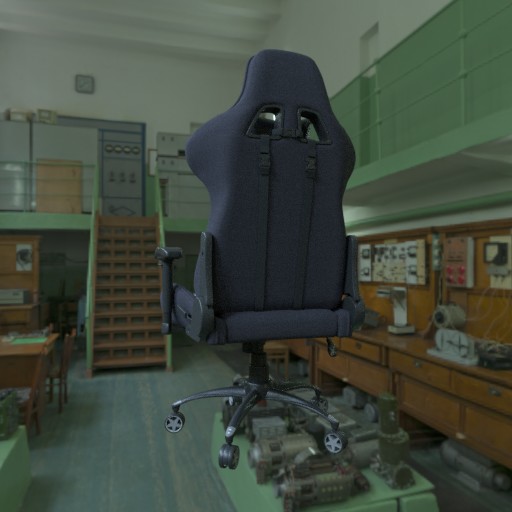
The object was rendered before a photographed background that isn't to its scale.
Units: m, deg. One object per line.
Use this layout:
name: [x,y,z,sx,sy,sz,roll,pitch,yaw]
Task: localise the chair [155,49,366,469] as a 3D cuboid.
chair: [0.000,0.000,1.688,0.730,1.300,0.695,0,-1,-19]
